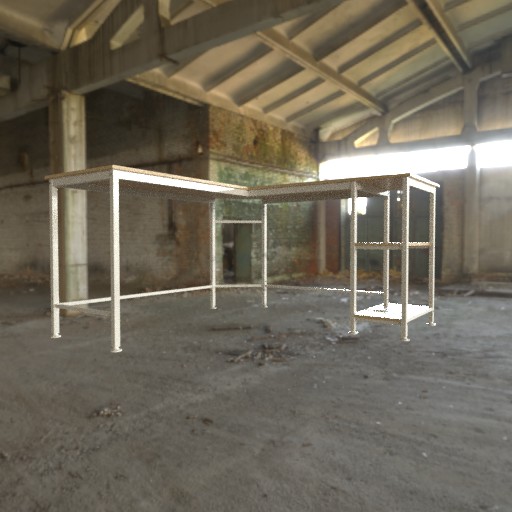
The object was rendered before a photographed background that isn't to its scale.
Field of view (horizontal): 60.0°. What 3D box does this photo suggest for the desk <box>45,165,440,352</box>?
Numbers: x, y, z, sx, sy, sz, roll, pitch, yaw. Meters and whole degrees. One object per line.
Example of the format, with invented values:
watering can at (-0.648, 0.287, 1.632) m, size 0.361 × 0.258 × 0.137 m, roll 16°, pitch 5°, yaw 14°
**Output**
desk at (0.000, 0.000, 2.184) m, size 1.379 × 0.739 × 1.379 m, roll 1°, pitch 2°, yaw 36°
